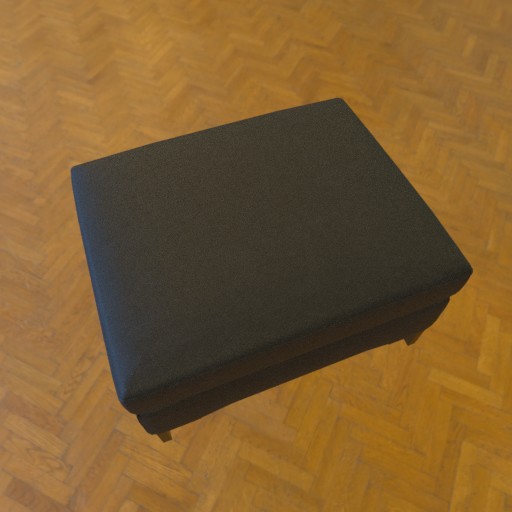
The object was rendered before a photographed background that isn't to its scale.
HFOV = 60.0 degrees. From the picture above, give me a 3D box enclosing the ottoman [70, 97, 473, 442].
[{"bbox_3d":[0.000,0.000,1.784,1.187,0.696,0.967,-18,59,-11],"label":"ottoman"}]
